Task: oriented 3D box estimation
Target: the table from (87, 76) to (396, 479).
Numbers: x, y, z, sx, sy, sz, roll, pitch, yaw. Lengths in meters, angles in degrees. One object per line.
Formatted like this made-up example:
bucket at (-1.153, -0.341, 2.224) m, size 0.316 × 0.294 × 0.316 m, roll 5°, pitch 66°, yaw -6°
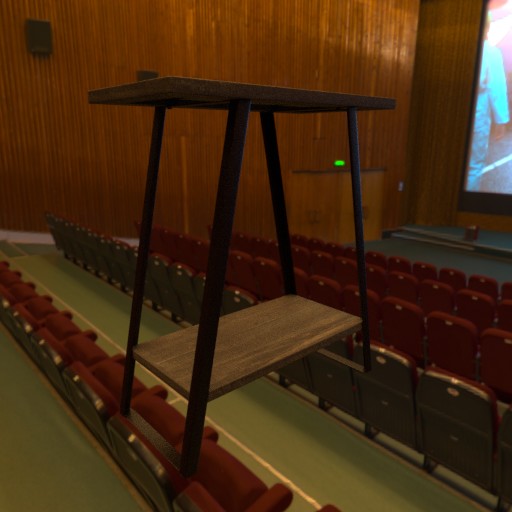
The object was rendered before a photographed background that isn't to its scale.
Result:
table at (0.000, 0.000, 1.024) m, size 0.599 × 0.701 × 0.300 m, roll -13°, pitch 20°, yaw -40°
